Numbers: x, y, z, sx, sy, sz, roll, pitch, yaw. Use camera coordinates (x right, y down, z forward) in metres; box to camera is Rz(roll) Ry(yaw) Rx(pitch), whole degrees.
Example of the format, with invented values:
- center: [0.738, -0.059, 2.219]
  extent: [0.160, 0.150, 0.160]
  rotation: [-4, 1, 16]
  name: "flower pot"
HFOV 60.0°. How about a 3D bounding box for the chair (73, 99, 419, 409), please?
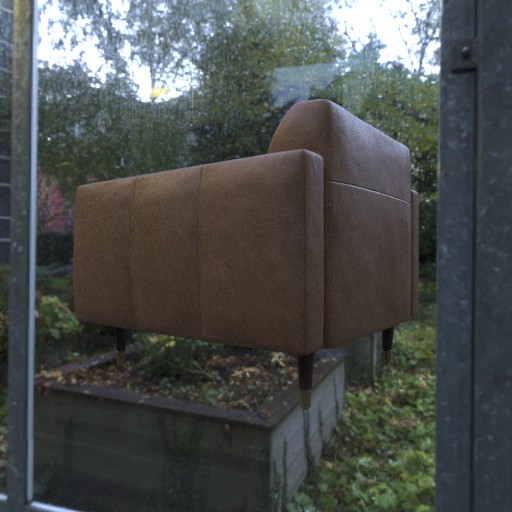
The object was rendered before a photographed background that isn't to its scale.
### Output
- center: [0.000, 0.000, 1.670]
  extent: [0.998, 0.819, 0.953]
  rotation: [0, 0, 37]
  name: "chair"
